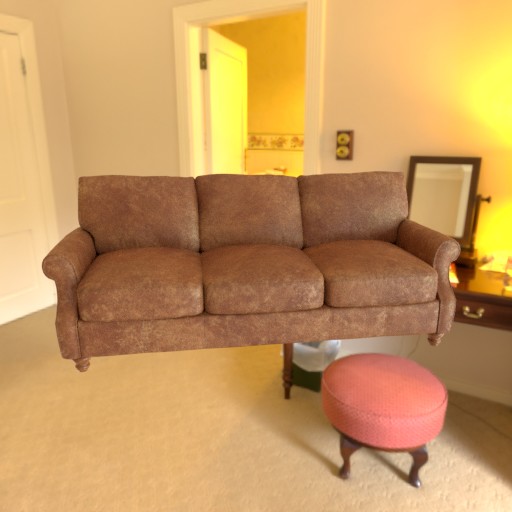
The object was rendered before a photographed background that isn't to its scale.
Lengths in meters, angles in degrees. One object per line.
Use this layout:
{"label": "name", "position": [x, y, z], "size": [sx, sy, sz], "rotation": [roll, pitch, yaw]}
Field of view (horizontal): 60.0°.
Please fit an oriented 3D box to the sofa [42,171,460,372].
{"label": "sofa", "position": [0.000, 0.000, 2.785], "size": [2.351, 0.977, 0.973], "rotation": [-2, 16, -8]}
